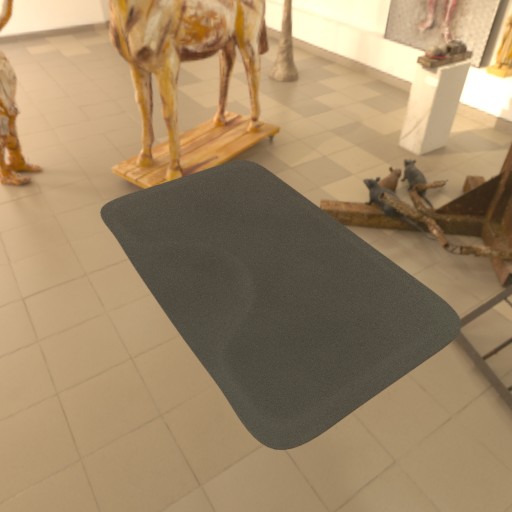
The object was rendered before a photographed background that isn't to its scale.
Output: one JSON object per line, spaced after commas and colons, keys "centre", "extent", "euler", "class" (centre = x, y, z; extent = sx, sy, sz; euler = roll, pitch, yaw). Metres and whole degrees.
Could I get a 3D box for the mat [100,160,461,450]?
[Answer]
{"centre": [0.000, 0.000, 1.889], "extent": [0.918, 0.013, 1.524], "euler": [-24, 46, -25], "class": "mat"}
